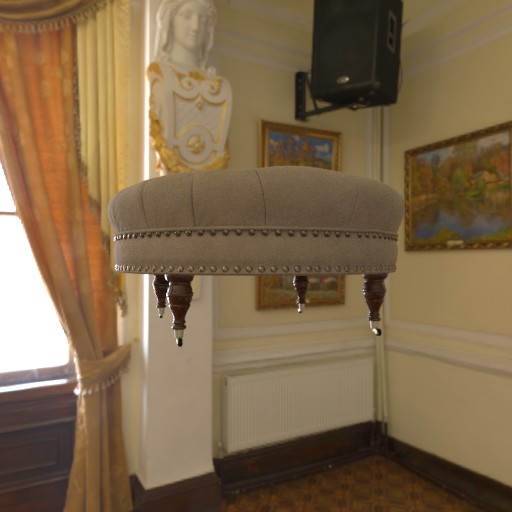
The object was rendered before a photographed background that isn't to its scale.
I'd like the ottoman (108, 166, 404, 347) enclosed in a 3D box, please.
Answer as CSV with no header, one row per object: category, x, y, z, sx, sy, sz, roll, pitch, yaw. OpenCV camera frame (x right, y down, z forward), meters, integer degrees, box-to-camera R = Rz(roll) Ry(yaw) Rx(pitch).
ottoman,0.000,0.000,1.402,0.901,0.439,0.901,0,-1,0
